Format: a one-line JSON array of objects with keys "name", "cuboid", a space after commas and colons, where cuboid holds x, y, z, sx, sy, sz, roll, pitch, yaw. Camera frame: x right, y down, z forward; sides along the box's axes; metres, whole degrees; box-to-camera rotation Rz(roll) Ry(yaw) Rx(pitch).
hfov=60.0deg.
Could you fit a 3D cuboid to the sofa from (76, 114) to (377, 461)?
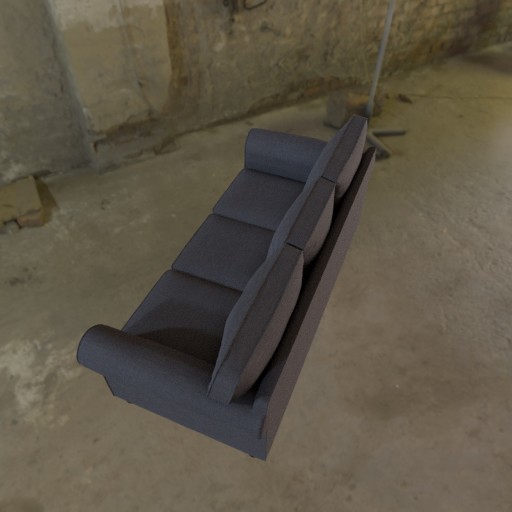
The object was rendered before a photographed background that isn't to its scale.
[{"name": "sofa", "cuboid": [0.000, 0.000, 2.618, 0.909, 0.966, 2.084, 17, 49, 16]}]
